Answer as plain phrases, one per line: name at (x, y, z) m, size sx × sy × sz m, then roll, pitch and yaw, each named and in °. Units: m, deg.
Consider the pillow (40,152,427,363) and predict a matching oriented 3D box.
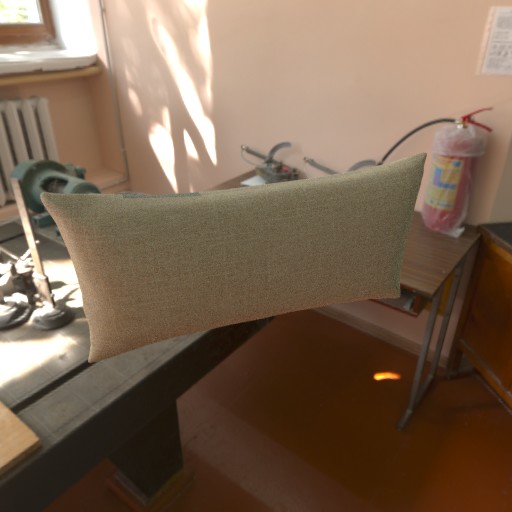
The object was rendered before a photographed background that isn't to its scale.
pillow at (0.000, 0.000, 1.056) m, size 0.859 × 0.429 × 0.197 m, roll -9°, pitch 30°, yaw -16°
